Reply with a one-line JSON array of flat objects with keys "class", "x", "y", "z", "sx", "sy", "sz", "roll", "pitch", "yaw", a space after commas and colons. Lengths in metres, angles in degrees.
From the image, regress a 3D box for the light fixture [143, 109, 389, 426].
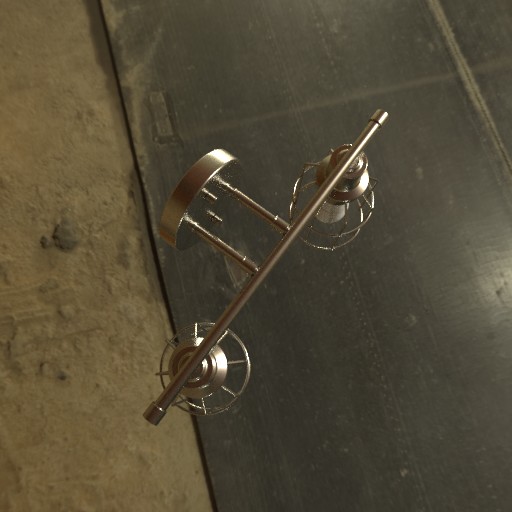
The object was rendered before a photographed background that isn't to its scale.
[{"class": "light fixture", "x": 0.000, "y": 0.000, "z": 0.531, "sx": 0.165, "sy": 0.254, "sz": 0.406, "roll": 36, "pitch": 78, "yaw": 9}]
